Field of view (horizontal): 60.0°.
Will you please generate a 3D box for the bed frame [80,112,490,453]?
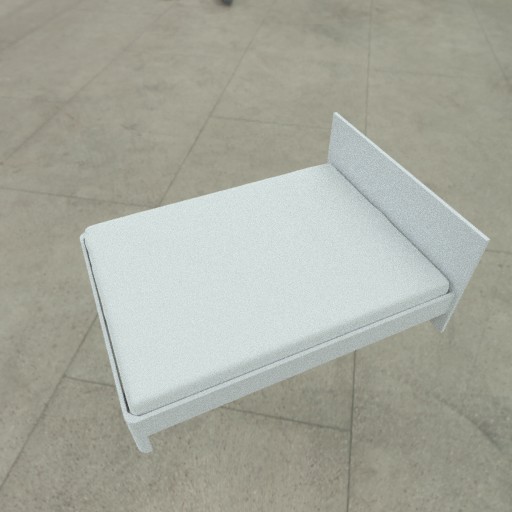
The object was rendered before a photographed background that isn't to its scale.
[{"bbox_3d":[0.000,0.000,2.741,1.950,0.800,1.490,-18,48,-17],"label":"bed frame"}]
